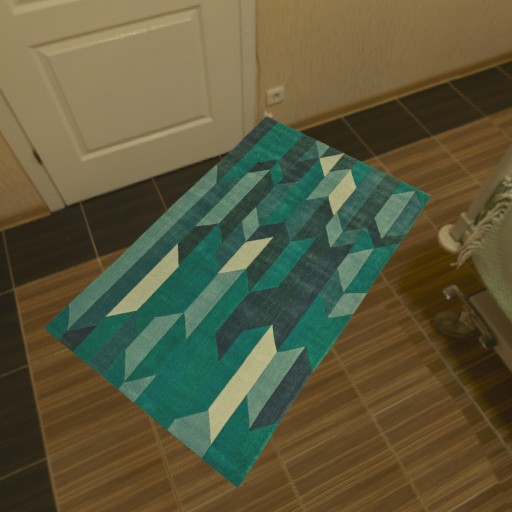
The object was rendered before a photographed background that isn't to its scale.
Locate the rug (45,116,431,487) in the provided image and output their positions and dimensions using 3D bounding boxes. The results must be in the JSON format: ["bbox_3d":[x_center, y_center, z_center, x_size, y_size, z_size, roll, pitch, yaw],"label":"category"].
[{"bbox_3d":[0.000,0.000,3.057,1.528,0.005,2.420,31,63,18],"label":"rug"}]
